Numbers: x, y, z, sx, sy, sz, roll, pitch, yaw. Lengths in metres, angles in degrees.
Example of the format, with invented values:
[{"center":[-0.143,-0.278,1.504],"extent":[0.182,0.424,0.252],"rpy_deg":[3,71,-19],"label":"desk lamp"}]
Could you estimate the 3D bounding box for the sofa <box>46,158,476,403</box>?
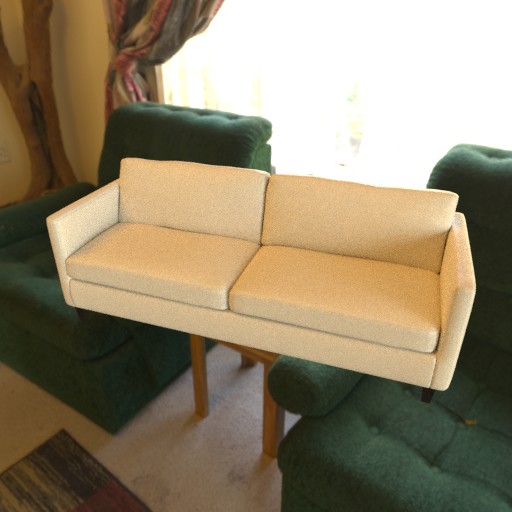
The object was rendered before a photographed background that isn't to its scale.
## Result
[{"center":[0.000,0.000,2.838],"extent":[2.434,0.965,0.948],"rpy_deg":[9,30,17],"label":"sofa"}]
